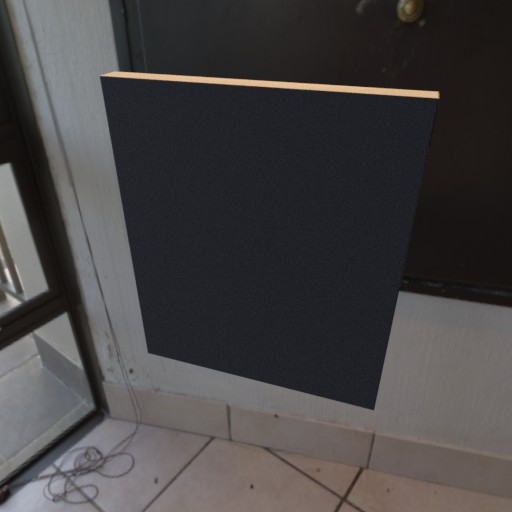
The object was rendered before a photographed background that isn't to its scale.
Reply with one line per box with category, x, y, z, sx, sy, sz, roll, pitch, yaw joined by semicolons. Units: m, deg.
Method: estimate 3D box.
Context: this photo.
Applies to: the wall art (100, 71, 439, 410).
wall art;0.000;0.000;0.692;0.435;0.511;0.037;10;33;16
